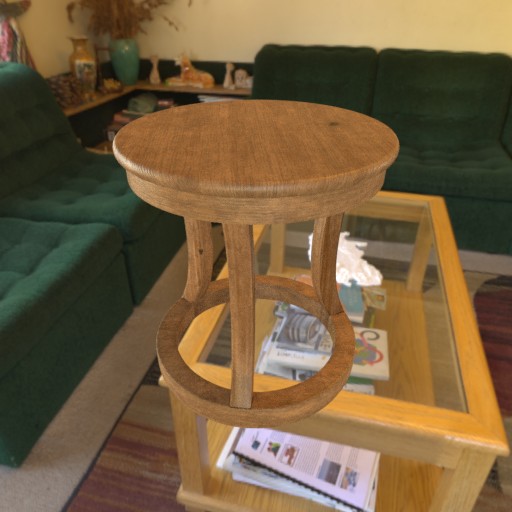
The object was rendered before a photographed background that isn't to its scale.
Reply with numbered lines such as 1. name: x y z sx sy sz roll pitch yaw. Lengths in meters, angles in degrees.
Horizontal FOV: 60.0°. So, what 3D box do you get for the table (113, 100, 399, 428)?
1. table: 0.000 0.000 0.809 0.432 0.460 0.432 0 32 0
